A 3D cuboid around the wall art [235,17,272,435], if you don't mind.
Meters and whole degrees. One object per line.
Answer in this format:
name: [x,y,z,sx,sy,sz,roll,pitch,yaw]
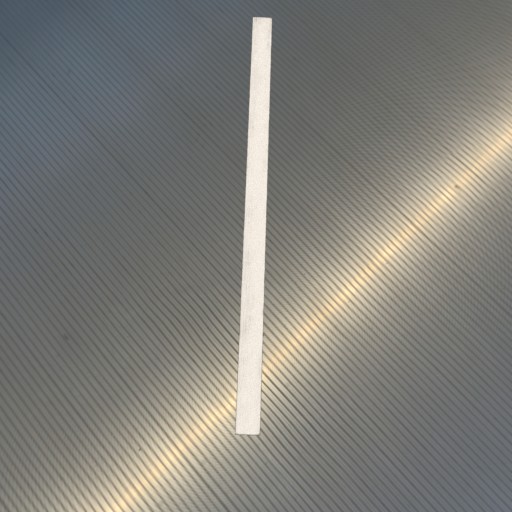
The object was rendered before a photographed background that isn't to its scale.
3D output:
wall art: [0.000,0.000,1.135,0.038,0.762,0.762,2,75,0]
